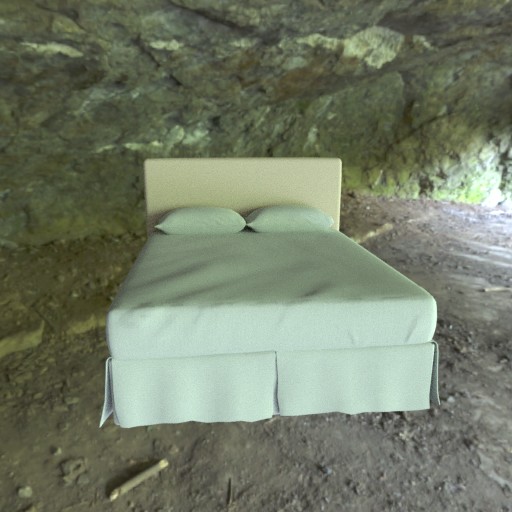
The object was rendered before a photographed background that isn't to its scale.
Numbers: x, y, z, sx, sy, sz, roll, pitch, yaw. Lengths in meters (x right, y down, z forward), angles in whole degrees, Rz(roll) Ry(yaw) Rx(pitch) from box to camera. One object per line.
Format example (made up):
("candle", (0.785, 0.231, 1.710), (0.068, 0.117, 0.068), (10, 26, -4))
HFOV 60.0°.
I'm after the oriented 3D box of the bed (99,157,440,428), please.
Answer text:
("bed", (0.000, 0.000, 3.245), (1.884, 1.330, 2.142), (-2, 15, -6))
